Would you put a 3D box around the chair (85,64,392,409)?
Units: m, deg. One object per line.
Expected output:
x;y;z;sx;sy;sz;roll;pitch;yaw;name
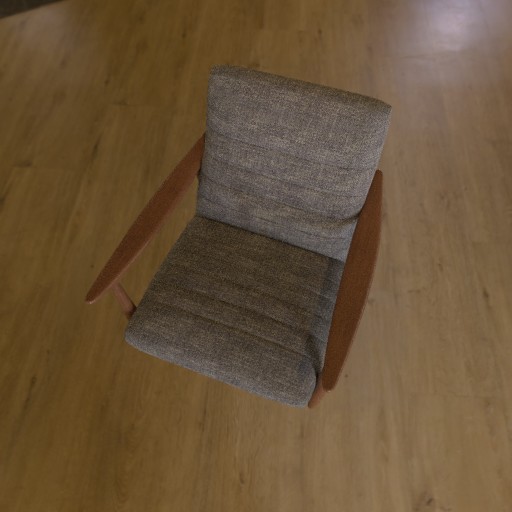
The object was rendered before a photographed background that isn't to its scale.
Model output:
0.000;0.000;1.468;0.741;0.832;0.798;18;61;10;chair
